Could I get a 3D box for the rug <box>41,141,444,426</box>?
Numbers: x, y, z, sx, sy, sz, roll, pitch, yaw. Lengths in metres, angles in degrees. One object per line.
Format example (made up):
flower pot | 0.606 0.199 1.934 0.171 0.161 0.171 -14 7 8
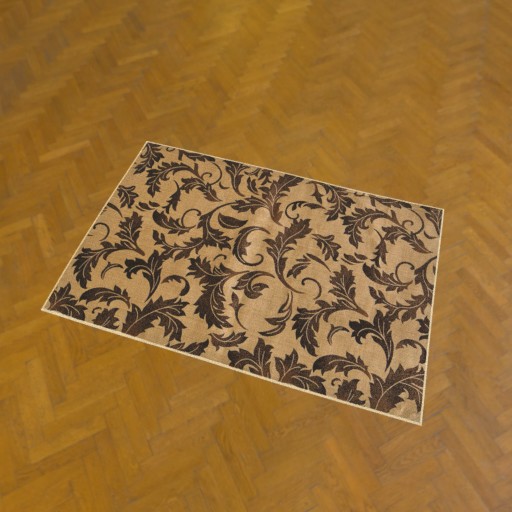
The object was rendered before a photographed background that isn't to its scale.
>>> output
rug | 0.000 0.000 2.890 2.284 0.008 1.522 15 59 9
